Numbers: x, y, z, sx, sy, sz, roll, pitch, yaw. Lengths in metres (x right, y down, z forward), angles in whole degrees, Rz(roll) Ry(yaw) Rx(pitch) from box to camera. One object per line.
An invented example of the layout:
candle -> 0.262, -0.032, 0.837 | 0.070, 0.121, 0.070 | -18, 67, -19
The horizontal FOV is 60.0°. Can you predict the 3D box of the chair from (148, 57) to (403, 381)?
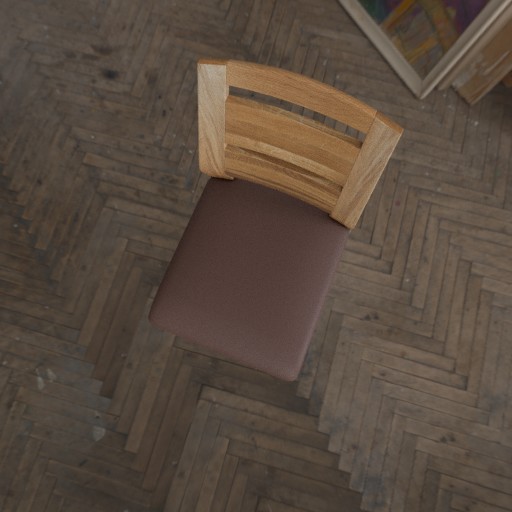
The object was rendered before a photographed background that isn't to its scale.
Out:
chair -> 0.000, 0.000, 1.248 | 0.460, 0.970, 0.570 | 21, 77, 5
